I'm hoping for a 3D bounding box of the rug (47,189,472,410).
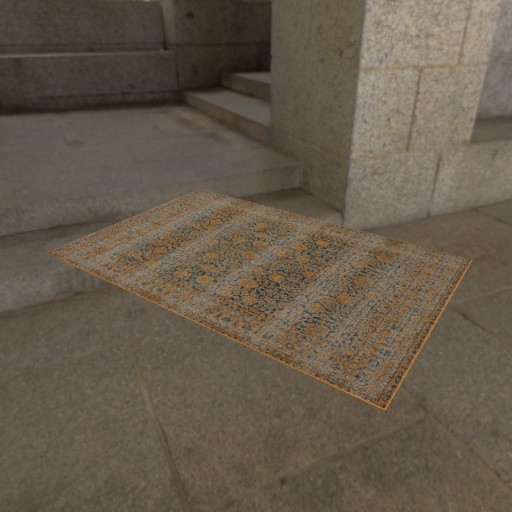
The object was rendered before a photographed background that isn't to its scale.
[{"bbox_3d":[0.000,0.000,2.902,2.336,0.007,1.525,18,33,31],"label":"rug"}]
